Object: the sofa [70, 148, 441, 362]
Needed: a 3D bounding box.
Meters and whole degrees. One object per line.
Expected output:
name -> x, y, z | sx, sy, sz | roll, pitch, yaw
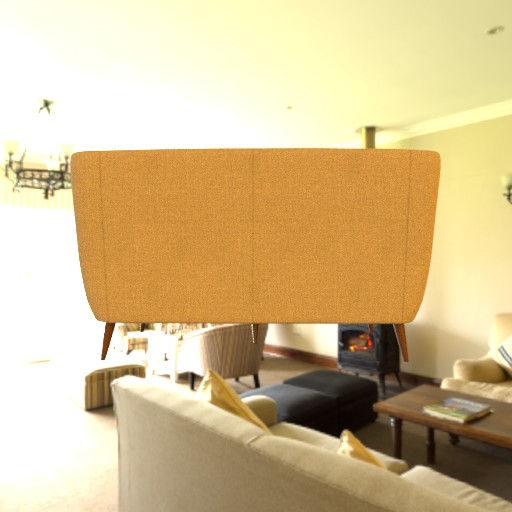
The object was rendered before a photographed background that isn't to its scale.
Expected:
sofa -> 0.000, 0.000, 2.262 | 1.652, 0.888, 0.965 | 0, -1, 1
